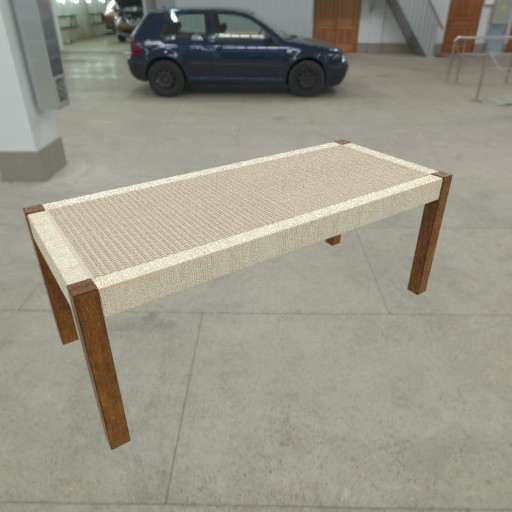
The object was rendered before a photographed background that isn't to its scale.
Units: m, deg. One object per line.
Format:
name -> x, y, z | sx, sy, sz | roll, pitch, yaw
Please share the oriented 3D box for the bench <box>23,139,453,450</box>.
bench -> 0.000, 0.000, 1.436 | 1.198, 0.457, 0.507 | -19, 35, -29
